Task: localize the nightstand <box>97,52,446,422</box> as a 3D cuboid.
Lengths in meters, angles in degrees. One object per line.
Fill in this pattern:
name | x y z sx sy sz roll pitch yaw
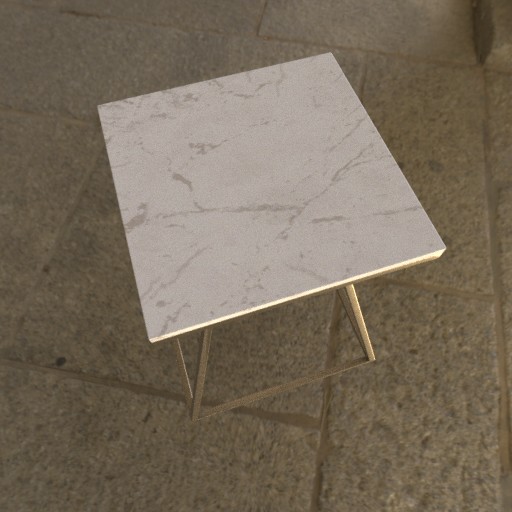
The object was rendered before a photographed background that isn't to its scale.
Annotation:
nightstand | 0.000 0.000 0.898 0.455 0.554 0.455 -16 64 -8
